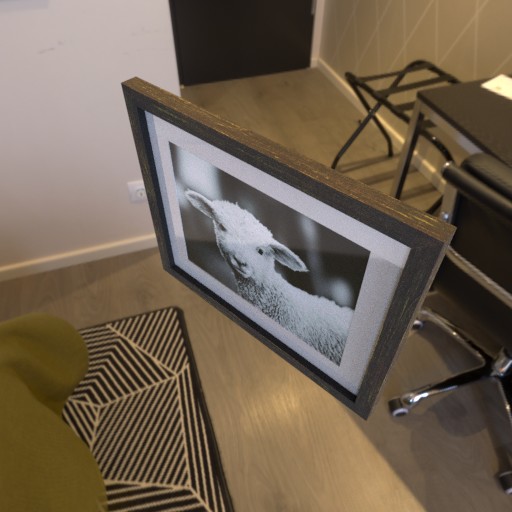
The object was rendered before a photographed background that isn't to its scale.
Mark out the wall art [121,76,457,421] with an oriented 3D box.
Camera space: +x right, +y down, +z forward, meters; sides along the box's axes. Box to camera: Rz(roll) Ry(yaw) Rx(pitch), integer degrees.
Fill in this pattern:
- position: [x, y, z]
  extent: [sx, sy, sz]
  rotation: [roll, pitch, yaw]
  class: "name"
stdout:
- position: [0.000, 0.000, 0.770]
  extent: [0.558, 0.457, 0.032]
  rotation: [32, 55, 27]
  class: "wall art"
